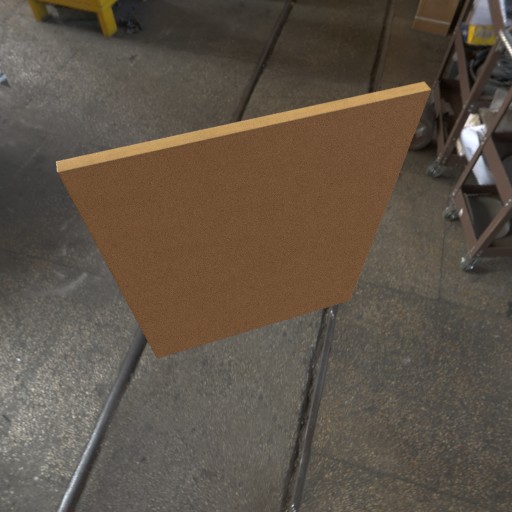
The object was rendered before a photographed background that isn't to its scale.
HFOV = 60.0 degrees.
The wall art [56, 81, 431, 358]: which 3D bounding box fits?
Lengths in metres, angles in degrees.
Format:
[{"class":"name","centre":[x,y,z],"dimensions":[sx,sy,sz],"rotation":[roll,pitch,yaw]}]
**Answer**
[{"class":"wall art","centre":[0.000,0.000,1.332],"dimensions":[0.798,1.002,0.030],"rotation":[-15,58,-10]}]
